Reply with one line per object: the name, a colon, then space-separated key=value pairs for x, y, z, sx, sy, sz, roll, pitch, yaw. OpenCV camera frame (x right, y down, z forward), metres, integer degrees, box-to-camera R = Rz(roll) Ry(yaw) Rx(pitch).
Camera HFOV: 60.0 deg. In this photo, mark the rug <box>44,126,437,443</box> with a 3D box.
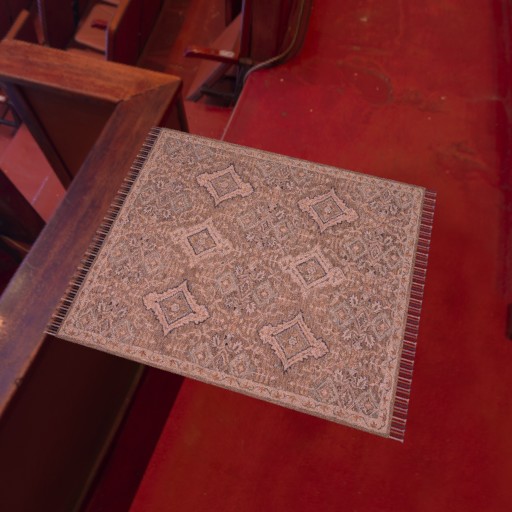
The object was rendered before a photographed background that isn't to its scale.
rug: x=0.000 y=0.000 z=4.105 sx=3.056 sy=0.010 sz=2.437 roll=15 pitch=64 yaw=7
